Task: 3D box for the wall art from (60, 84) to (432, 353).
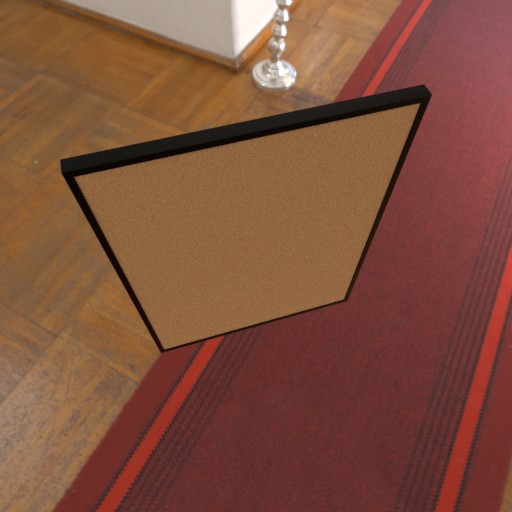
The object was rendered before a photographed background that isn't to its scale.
[{"bbox_3d":[0.000,0.000,1.388,0.805,1.062,0.040,-14,60,-9],"label":"wall art"}]
